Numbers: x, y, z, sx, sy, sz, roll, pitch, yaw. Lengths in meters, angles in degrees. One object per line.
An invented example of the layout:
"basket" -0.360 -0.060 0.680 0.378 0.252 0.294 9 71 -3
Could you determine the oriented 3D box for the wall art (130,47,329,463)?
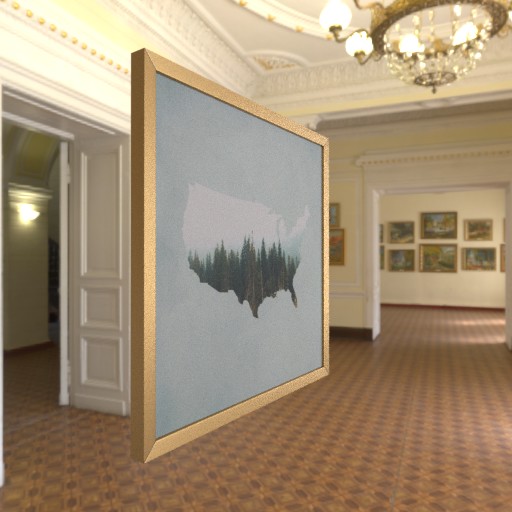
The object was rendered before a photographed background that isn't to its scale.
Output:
"wall art" 0.000 0.000 1.133 0.038 0.762 0.762 0 0 35
